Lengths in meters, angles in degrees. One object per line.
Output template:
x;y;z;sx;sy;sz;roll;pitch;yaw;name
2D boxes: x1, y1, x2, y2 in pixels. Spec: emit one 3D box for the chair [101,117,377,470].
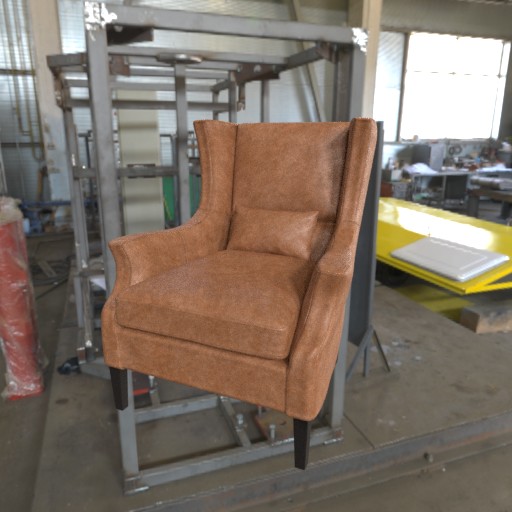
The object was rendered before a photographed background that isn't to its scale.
0.000;0.000;1.697;0.853;1.016;0.926;7;17;24;chair
